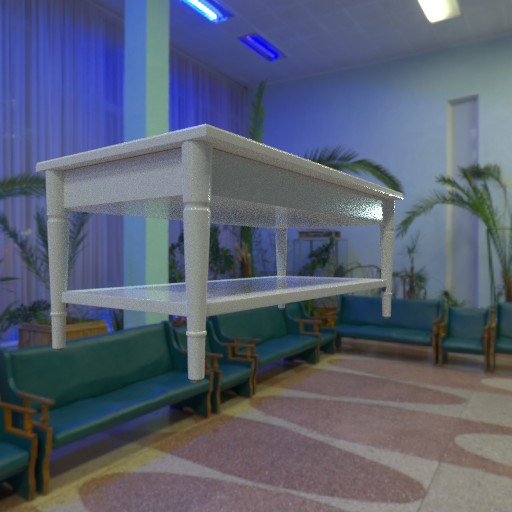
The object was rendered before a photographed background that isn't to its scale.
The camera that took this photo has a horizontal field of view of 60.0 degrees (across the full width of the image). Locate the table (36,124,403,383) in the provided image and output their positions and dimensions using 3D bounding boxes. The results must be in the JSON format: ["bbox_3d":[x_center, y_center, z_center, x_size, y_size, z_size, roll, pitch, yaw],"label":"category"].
[{"bbox_3d":[0.000,0.000,1.353,0.559,0.457,1.067,0,0,36],"label":"table"}]
